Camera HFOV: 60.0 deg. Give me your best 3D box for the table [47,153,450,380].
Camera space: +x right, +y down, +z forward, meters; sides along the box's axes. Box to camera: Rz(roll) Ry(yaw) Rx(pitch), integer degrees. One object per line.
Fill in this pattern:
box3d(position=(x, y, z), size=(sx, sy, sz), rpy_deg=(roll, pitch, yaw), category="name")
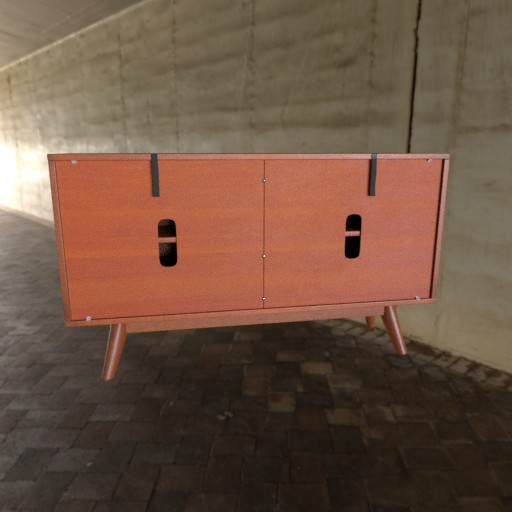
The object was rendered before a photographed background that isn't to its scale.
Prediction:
box3d(position=(0.000, 0.000, 1.543), size=(1.220, 0.698, 0.308), rpy_deg=(-2, 14, -10), category="table")
